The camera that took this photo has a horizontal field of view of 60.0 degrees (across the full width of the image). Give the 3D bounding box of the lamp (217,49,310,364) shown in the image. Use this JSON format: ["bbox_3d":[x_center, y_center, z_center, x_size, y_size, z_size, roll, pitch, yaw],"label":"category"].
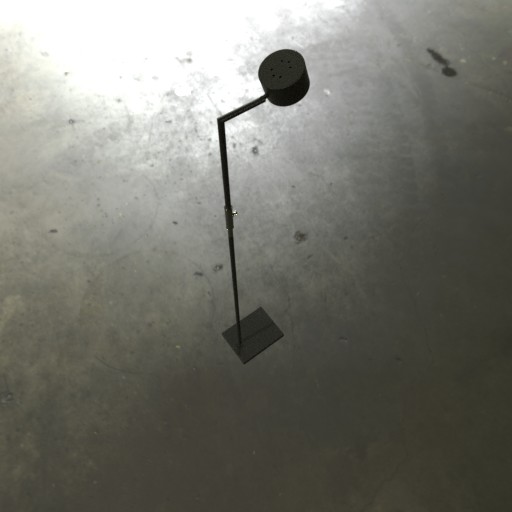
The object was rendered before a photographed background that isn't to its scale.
[{"bbox_3d":[0.000,0.000,1.697,0.304,1.600,0.203,-32,64,-18],"label":"lamp"}]
